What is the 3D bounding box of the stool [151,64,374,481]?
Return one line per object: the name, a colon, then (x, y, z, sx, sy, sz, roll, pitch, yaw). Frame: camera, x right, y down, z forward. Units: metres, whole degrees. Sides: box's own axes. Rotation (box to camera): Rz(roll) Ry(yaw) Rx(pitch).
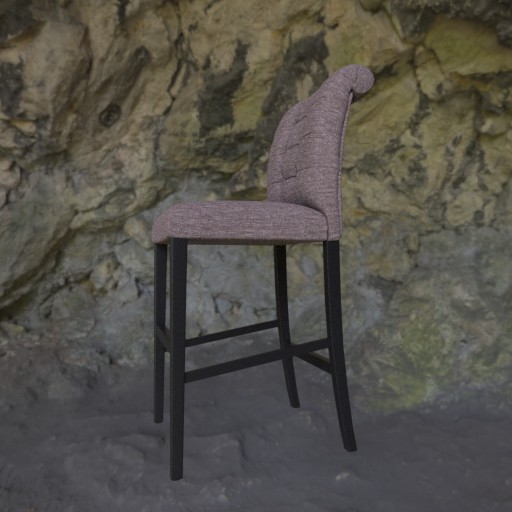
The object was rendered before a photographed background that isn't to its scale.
stool: (0.000, 0.000, 1.406, 0.613, 1.131, 0.452, 0, -1, -19)
